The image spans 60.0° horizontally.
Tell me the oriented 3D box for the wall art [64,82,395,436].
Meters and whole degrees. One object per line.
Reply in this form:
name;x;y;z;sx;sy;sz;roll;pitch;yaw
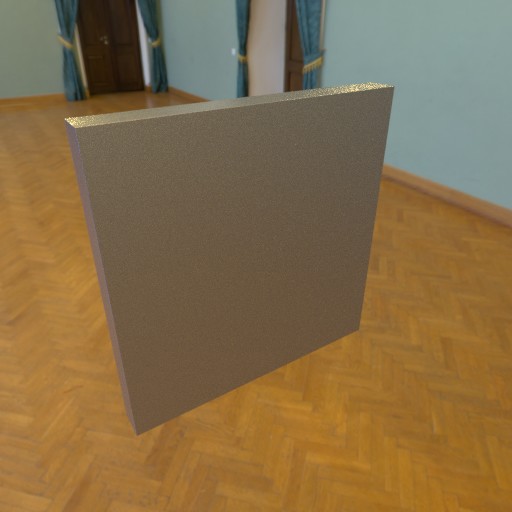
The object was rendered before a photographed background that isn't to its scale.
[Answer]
wall art;0.000;0.000;0.518;0.350;0.350;0.038;-18;34;-28
